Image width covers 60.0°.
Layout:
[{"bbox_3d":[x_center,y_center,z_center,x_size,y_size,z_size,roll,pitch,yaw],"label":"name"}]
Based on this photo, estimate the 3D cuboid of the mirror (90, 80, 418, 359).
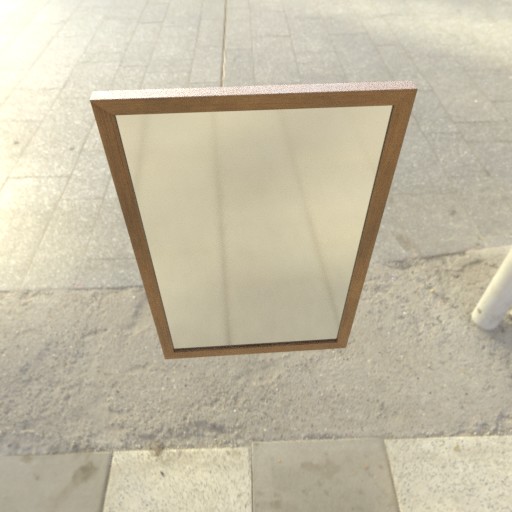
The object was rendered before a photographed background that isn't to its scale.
[{"bbox_3d":[0.000,0.000,1.167,0.609,0.915,0.040,-3,47,-3],"label":"mirror"}]
